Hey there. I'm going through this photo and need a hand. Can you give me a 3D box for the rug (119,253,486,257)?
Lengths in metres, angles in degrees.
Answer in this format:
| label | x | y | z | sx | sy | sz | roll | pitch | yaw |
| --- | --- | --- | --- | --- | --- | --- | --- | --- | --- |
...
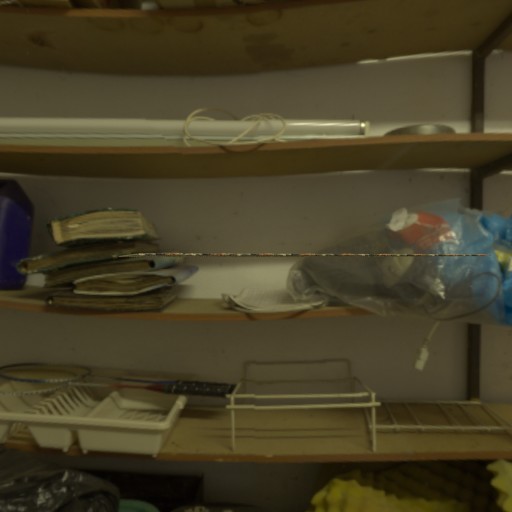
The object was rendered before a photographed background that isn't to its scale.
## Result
| label | x | y | z | sx | sy | sz | roll | pitch | yaw |
| --- | --- | --- | --- | --- | --- | --- | --- | --- | --- |
| rug | 0.000 | 0.000 | 3.469 | 1.971 | 0.010 | 2.651 | 0 | 0 | -19 |
